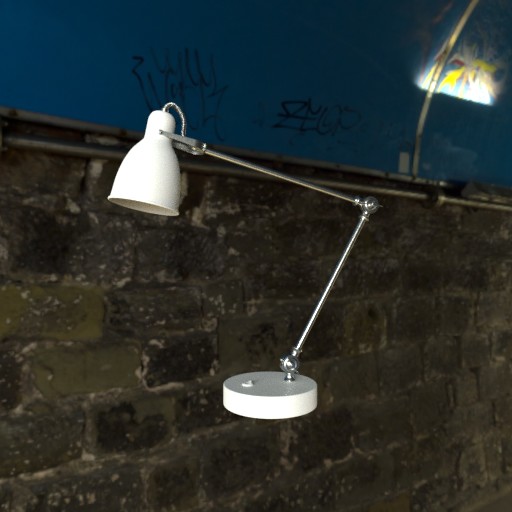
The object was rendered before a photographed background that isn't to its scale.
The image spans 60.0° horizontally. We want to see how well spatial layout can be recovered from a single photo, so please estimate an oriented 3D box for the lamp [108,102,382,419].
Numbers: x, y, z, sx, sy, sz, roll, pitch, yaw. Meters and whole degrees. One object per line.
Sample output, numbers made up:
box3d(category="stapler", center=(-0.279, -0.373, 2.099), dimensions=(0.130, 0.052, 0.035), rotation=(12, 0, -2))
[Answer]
box3d(category="lamp", center=(0.000, 0.000, 0.883), dimensions=(0.561, 0.587, 0.187), rotation=(0, -1, -18))
